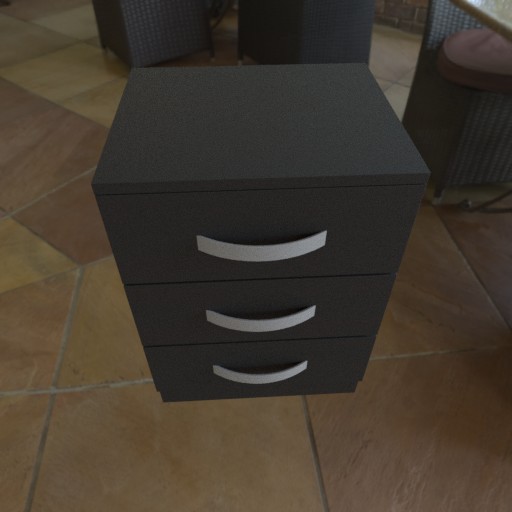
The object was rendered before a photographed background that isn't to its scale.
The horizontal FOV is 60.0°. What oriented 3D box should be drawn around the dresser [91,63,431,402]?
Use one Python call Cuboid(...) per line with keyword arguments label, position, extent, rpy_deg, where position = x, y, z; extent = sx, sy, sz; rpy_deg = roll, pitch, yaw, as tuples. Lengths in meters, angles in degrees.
Cuboid(label="dresser", position=(0.000, 0.000, 0.826), extent=(0.400, 0.560, 0.360), rpy_deg=(-2, 45, -2))
